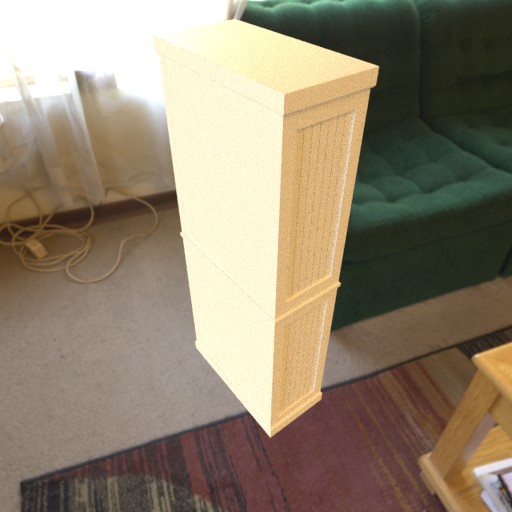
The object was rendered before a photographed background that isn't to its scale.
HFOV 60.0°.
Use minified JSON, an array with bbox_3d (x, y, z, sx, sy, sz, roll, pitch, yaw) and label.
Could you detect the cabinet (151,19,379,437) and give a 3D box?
[{"bbox_3d":[0.000,0.000,2.080,0.390,1.829,0.754,-26,47,-28],"label":"cabinet"}]
